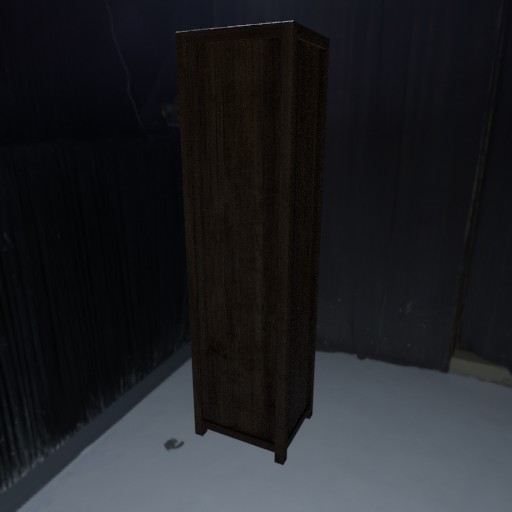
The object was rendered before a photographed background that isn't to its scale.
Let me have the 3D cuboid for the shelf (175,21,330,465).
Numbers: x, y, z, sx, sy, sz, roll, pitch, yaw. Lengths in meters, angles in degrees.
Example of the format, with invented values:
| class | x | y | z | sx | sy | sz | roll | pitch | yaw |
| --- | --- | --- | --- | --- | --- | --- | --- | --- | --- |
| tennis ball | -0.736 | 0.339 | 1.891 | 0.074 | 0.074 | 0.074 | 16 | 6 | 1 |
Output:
| class | x | y | z | sx | sy | sz | roll | pitch | yaw |
| --- | --- | --- | --- | --- | --- | --- | --- | --- | --- |
| shelf | 0.000 | 0.000 | 2.109 | 0.500 | 1.900 | 0.428 | 8 | 19 | 25 |
